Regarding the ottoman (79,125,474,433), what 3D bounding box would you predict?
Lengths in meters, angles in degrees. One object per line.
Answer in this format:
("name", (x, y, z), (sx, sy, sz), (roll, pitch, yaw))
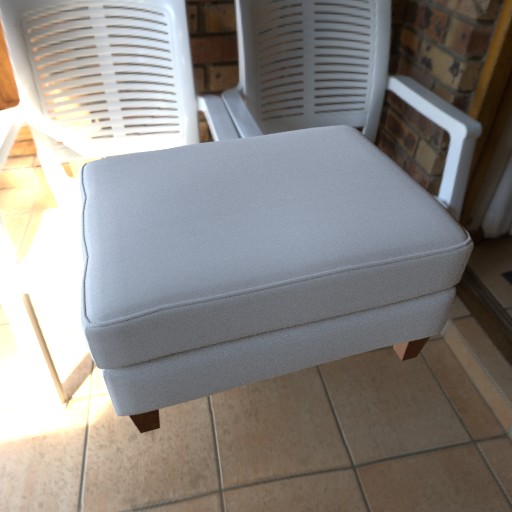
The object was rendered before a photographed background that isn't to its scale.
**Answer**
("ottoman", (0.000, 0.000, 1.175), (0.818, 0.479, 0.634), (-11, 42, -13))
